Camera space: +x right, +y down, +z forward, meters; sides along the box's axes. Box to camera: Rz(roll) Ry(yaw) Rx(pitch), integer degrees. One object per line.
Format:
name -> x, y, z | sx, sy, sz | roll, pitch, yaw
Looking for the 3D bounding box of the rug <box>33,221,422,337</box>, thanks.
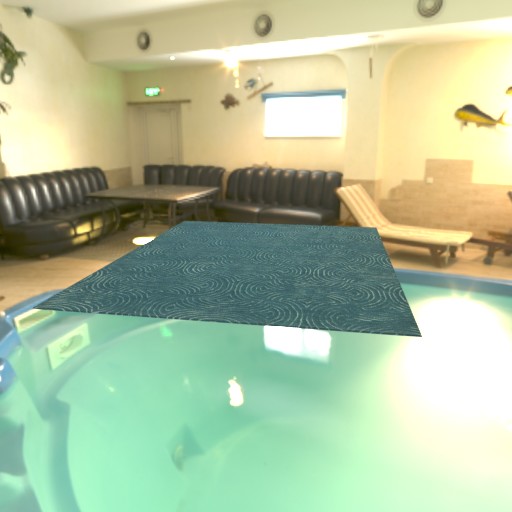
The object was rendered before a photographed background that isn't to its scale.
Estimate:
rug -> 0.000, 0.000, 4.130 | 2.432, 0.012, 3.033 | 3, 16, 10
